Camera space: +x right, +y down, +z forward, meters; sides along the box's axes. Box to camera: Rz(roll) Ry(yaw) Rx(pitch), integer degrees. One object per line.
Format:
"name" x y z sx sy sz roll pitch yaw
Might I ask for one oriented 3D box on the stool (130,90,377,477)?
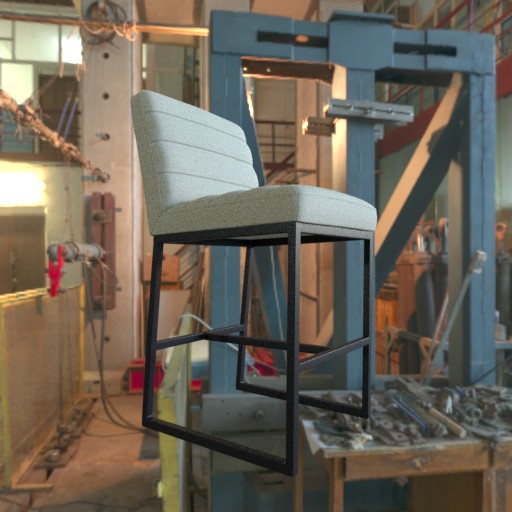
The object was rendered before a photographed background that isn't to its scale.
"stool" 0.000 0.000 1.266 0.560 0.940 0.460 0 0 36
